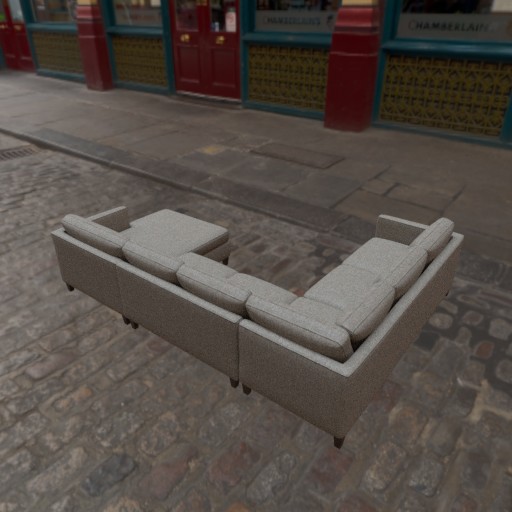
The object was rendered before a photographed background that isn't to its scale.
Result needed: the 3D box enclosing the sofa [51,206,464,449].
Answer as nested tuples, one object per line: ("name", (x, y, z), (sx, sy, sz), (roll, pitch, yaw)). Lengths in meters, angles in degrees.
("sofa", (0.000, 0.000, 4.594), (3.403, 0.889, 2.551), (20, 35, 32))
